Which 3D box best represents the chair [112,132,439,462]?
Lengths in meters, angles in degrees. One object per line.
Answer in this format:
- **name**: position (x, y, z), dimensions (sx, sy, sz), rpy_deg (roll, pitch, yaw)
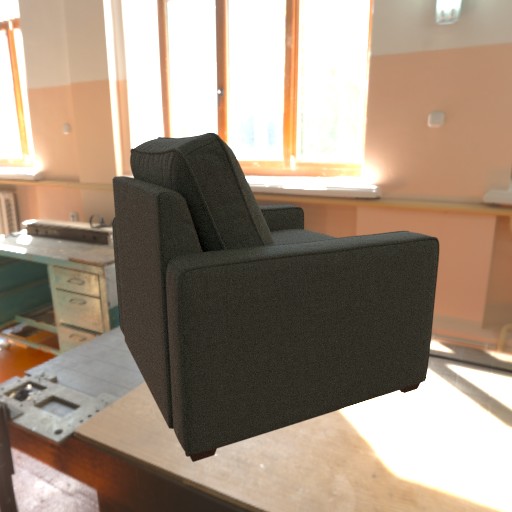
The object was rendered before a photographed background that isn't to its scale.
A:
- **chair**: position (0.000, 0.000, 1.752), dimensions (0.940, 0.919, 1.017), rpy_deg (-7, 15, -26)
